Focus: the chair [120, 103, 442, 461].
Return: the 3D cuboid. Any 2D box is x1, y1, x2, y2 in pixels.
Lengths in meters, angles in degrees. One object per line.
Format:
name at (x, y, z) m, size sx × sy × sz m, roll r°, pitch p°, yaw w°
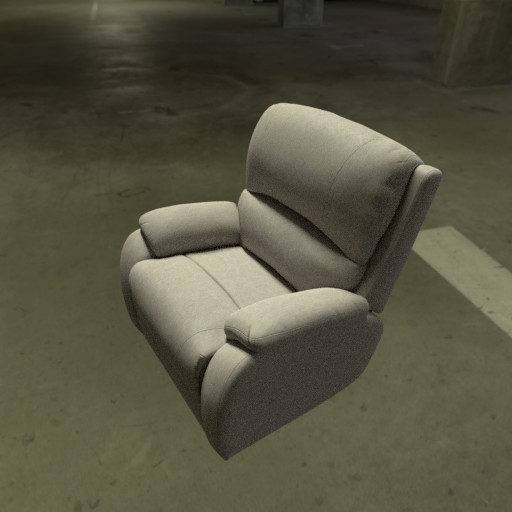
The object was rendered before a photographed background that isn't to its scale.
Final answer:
chair at (0.000, 0.000, 1.743) m, size 0.899 × 1.011 × 0.930 m, roll -20°, pitch 39°, yaw -27°
